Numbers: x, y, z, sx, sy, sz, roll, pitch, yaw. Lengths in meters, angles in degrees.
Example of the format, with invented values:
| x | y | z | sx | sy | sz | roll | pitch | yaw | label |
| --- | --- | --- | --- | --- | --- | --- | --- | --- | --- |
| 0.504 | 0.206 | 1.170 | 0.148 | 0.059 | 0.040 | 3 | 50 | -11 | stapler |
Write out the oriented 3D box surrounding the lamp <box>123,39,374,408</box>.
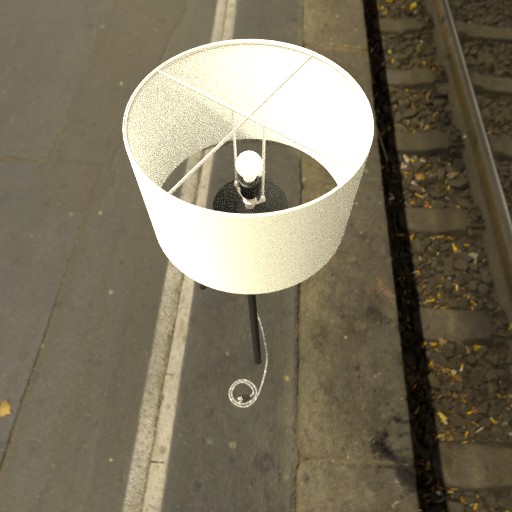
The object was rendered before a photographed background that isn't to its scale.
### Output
| x | y | z | sx | sy | sz | roll | pitch | yaw | label |
| --- | --- | --- | --- | --- | --- | --- | --- | --- | --- |
| 0.000 | 0.000 | 0.902 | 0.353 | 0.674 | 0.422 | -16 | 61 | -9 | lamp |
